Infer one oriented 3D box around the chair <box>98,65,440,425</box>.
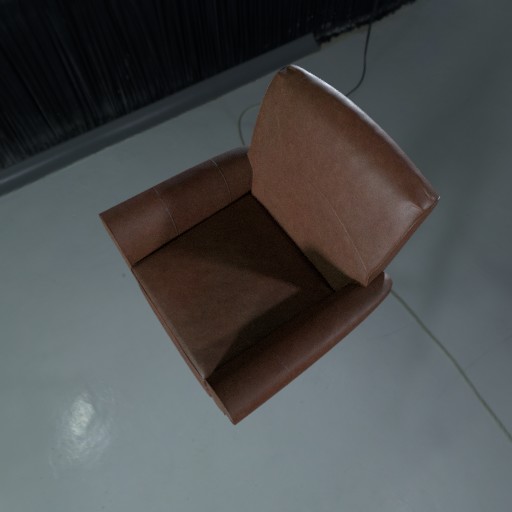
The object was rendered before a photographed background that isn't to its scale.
[{"bbox_3d":[0.000,0.000,1.787,0.902,1.061,0.978,-32,67,-15],"label":"chair"}]
